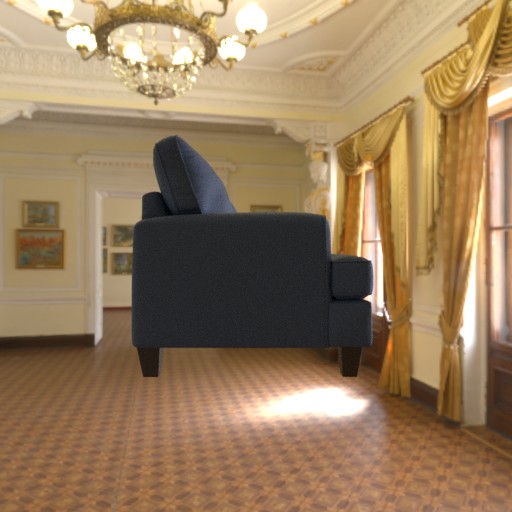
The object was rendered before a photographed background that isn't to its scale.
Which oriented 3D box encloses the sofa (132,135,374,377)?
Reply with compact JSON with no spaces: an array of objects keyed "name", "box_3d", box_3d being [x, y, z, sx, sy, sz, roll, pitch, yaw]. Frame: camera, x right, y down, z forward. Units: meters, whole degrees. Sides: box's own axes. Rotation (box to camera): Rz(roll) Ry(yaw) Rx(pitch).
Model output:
[{"name":"sofa","box_3d":[0.000,0.000,2.745,0.951,0.965,2.158,0,-1,1]}]
